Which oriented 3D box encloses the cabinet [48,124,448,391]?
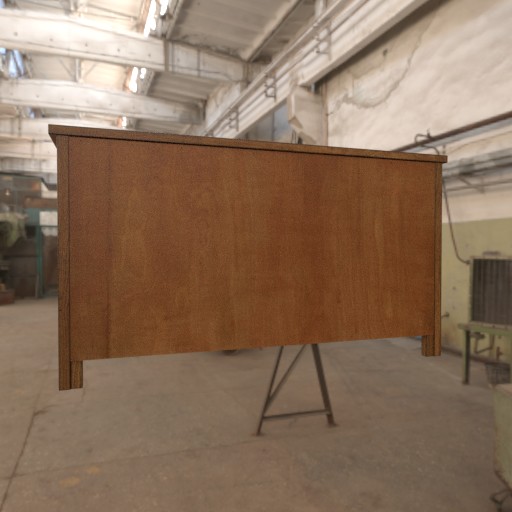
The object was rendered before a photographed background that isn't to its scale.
[{"bbox_3d":[0.000,0.000,1.799,1.474,0.813,0.480,0,1,-18],"label":"cabinet"}]
